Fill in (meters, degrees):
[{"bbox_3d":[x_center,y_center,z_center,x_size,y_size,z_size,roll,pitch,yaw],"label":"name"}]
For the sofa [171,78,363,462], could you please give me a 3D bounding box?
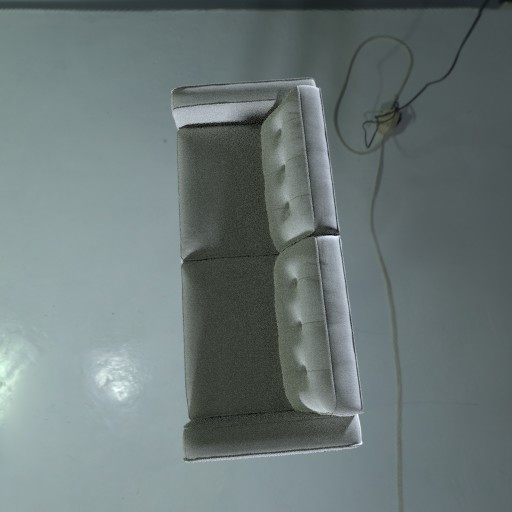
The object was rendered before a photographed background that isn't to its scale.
[{"bbox_3d":[0.000,0.000,2.752,0.956,0.781,2.270,-4,75,-1],"label":"sofa"}]
